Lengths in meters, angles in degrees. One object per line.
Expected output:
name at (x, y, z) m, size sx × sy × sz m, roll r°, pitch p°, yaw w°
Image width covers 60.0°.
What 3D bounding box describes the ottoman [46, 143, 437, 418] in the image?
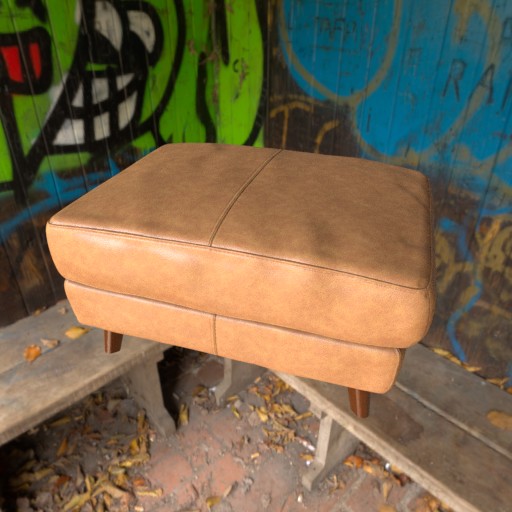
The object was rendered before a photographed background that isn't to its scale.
ottoman at (0.000, 0.000, 1.203) m, size 0.869 × 0.461 × 0.630 m, roll 10°, pitch 33°, yaw 15°
